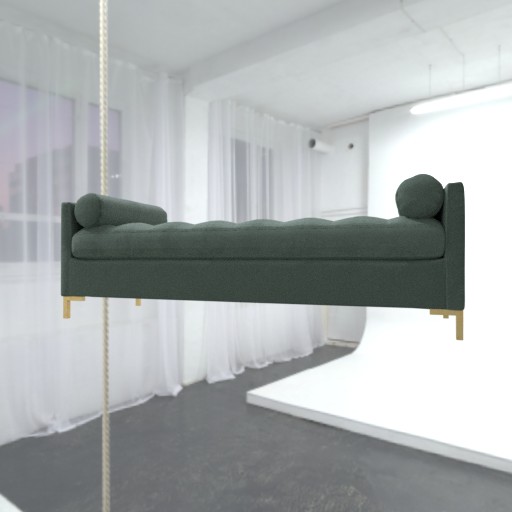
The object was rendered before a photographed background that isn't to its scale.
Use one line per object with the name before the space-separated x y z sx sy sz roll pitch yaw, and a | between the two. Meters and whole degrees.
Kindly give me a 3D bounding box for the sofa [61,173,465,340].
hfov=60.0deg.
sofa | 0.000 0.000 2.513 2.102 0.705 0.796 0 0 19
